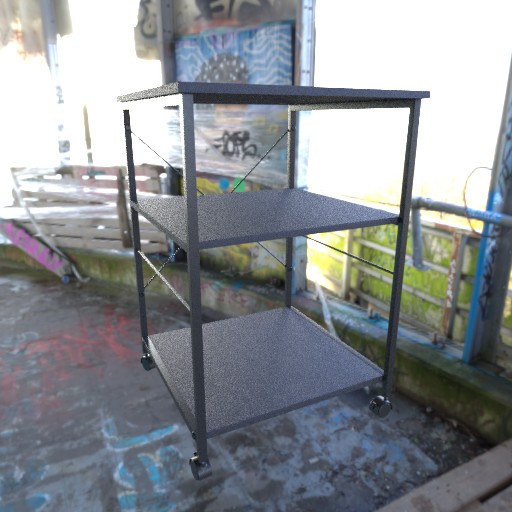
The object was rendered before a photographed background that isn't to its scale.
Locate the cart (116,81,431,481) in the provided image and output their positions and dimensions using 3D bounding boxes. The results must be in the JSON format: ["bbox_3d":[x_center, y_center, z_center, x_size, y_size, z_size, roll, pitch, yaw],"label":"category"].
[{"bbox_3d":[0.000,0.000,1.106,0.521,0.762,0.520,-8,19,-25],"label":"cart"}]
